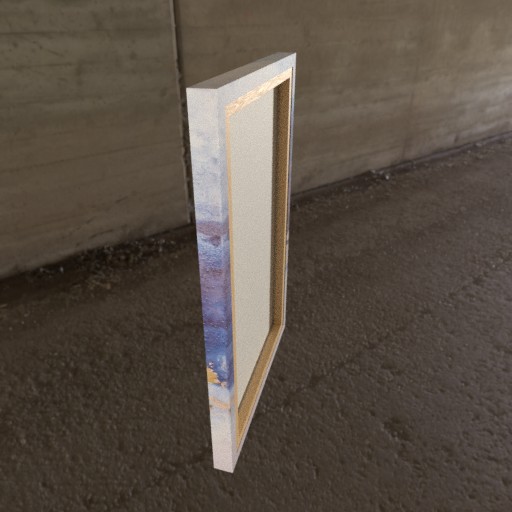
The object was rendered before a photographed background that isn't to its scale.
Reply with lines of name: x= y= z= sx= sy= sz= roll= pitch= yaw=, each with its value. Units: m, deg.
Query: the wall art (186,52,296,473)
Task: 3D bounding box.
wall art: x=0.000 y=0.000 z=1.100 sx=0.048 sy=0.874 sz=0.583 roll=8 pitch=30 yaw=14
